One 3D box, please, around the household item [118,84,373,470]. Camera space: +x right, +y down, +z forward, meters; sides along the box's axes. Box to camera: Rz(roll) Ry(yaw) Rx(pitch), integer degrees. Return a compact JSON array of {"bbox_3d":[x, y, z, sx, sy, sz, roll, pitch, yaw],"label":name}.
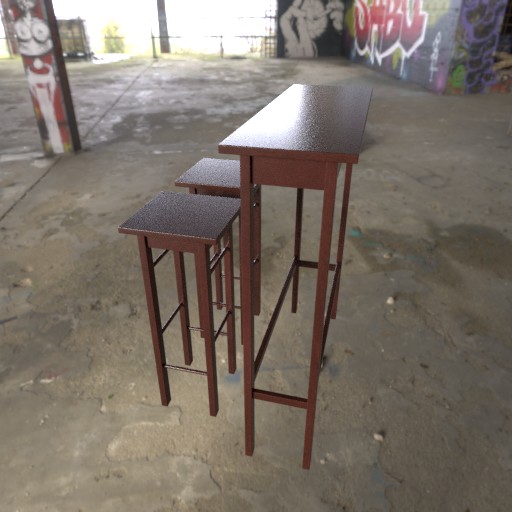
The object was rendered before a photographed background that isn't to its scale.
[{"bbox_3d":[0.000,0.000,1.631,0.676,1.067,0.914,7,30,13],"label":"household item"}]
